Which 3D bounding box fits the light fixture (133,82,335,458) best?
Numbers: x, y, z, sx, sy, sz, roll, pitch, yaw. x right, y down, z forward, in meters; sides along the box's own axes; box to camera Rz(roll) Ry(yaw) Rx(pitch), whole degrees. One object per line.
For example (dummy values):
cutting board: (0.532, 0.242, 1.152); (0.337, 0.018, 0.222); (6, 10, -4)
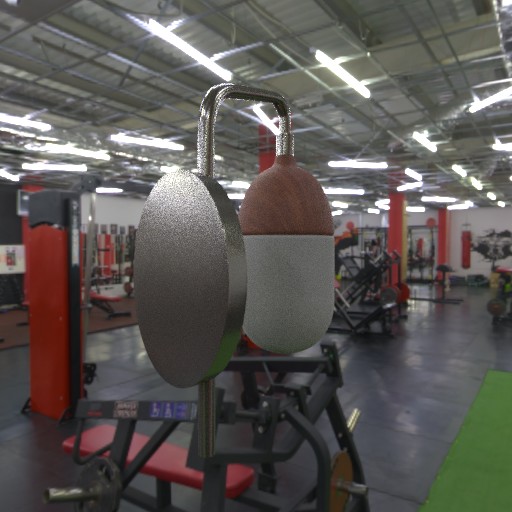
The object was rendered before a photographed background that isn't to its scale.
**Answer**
light fixture: (0.000, 0.000, 0.442); (0.108, 0.343, 0.216); (1, 1, 36)
